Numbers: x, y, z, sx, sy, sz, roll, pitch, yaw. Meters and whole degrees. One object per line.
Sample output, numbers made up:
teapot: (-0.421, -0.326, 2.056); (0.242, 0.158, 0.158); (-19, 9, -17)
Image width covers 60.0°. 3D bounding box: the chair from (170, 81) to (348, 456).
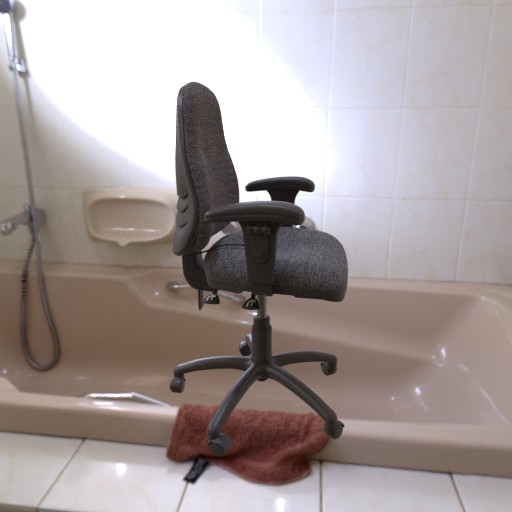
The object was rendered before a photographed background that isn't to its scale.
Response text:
chair: (0.000, 0.000, 1.234); (0.530, 0.910, 0.550); (3, 17, 9)
